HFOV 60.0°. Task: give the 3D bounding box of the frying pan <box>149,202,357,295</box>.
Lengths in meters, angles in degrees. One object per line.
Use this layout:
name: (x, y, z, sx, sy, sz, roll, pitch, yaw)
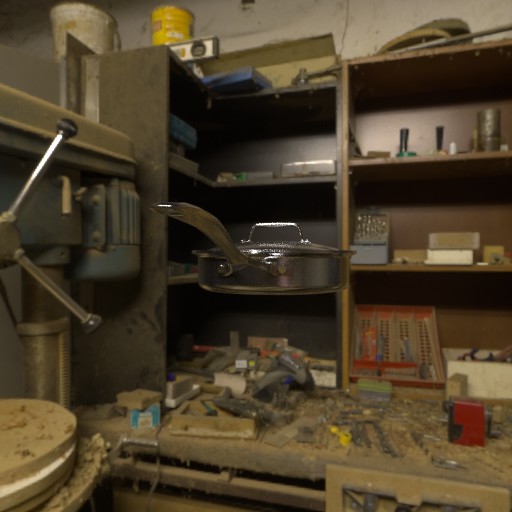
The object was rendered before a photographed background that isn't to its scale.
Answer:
frying pan: (0.000, 0.000, 0.665, 0.280, 0.114, 0.561, 0, 0, 18)
